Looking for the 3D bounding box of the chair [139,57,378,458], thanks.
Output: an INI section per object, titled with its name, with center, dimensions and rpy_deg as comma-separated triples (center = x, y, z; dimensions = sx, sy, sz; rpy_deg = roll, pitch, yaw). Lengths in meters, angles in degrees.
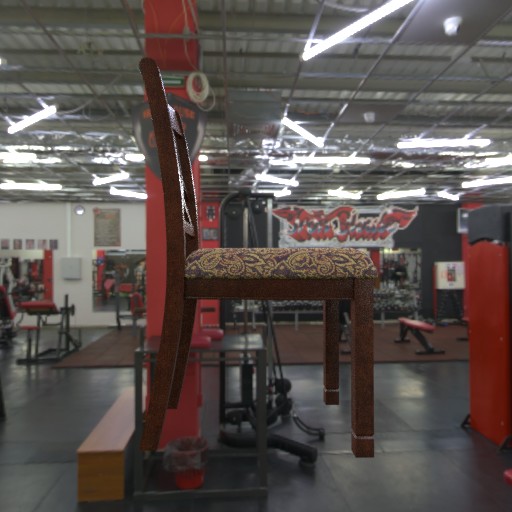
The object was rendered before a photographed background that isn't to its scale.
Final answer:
[chair]
center = 0.000, 0.000, 1.275
dimensions = 0.584, 0.965, 0.457
rpy_deg = 0, -1, -1
